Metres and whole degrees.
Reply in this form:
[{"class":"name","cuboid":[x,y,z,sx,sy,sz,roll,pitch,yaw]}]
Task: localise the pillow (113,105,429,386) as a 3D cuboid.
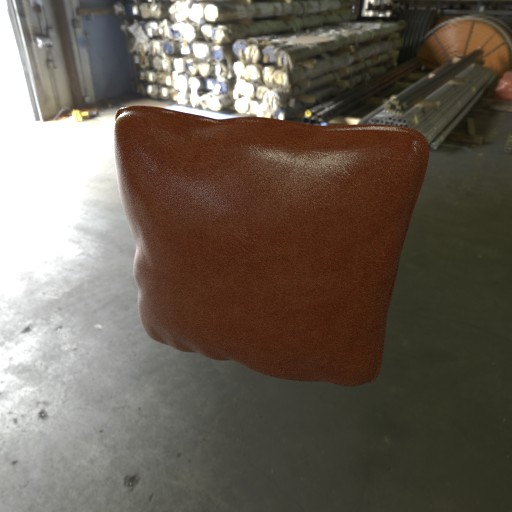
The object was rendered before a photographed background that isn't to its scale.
[{"class":"pillow","cuboid":[0.000,0.000,0.832,0.532,0.523,0.236,9,33,15]}]
